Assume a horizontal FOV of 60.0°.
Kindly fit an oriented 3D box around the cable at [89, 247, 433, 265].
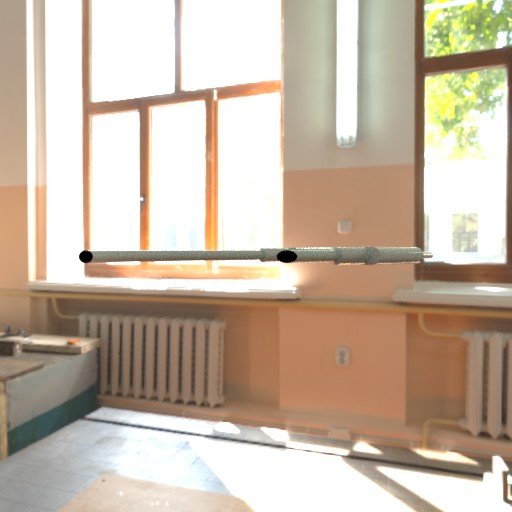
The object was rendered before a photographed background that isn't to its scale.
[{"bbox_3d":[0.000,0.000,0.113,0.098,0.005,0.041,-1,1,-37],"label":"cable"}]
